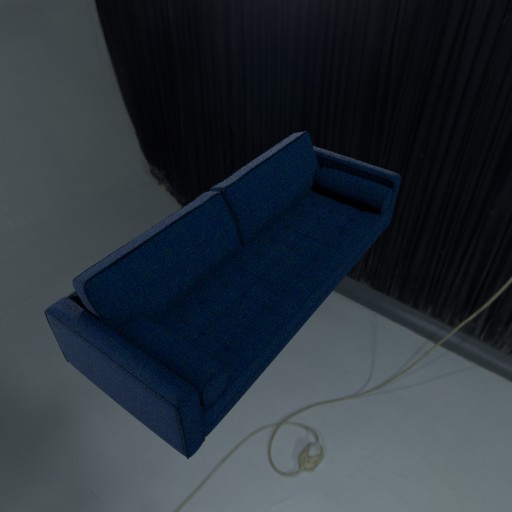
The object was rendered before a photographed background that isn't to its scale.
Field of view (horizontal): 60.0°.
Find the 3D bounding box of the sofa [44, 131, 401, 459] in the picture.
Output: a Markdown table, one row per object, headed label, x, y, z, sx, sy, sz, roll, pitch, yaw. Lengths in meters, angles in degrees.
| label | x | y | z | sx | sy | sz | roll | pitch | yaw |
| --- | --- | --- | --- | --- | --- | --- | --- | --- | --- |
| sofa | 0.000 | 0.000 | 2.693 | 0.914 | 0.762 | 2.210 | 26 | 47 | 27 |
